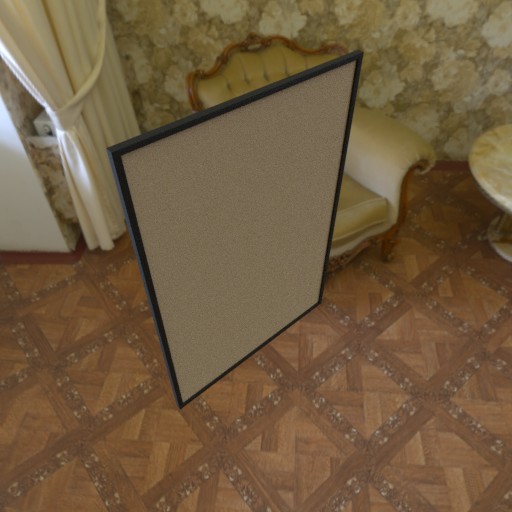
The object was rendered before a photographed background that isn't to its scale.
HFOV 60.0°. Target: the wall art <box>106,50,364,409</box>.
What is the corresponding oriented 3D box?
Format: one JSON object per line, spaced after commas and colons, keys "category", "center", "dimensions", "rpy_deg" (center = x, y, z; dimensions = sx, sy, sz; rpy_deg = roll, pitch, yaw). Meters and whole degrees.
{"category": "wall art", "center": [0.000, 0.000, 0.862], "dimensions": [0.460, 0.660, 0.013], "rpy_deg": [-32, 53, -27]}
